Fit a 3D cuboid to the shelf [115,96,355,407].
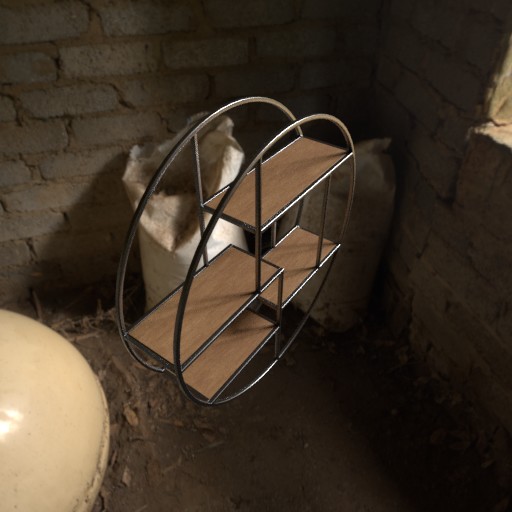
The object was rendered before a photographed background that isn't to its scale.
[{"bbox_3d":[0.000,0.000,1.342,0.202,0.888,0.888,25,47,26],"label":"shelf"}]
